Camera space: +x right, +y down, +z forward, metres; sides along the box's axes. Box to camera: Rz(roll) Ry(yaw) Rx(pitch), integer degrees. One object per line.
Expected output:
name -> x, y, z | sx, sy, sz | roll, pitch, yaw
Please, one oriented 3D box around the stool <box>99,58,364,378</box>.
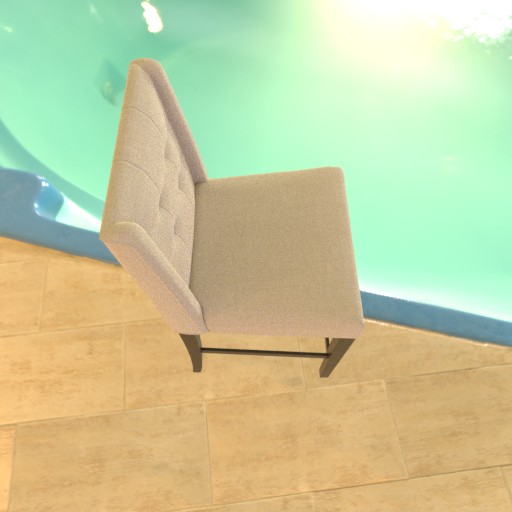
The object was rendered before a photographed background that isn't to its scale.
stool -> 0.000, 0.000, 1.206 | 0.509, 0.939, 0.474 | -1, 62, 0
